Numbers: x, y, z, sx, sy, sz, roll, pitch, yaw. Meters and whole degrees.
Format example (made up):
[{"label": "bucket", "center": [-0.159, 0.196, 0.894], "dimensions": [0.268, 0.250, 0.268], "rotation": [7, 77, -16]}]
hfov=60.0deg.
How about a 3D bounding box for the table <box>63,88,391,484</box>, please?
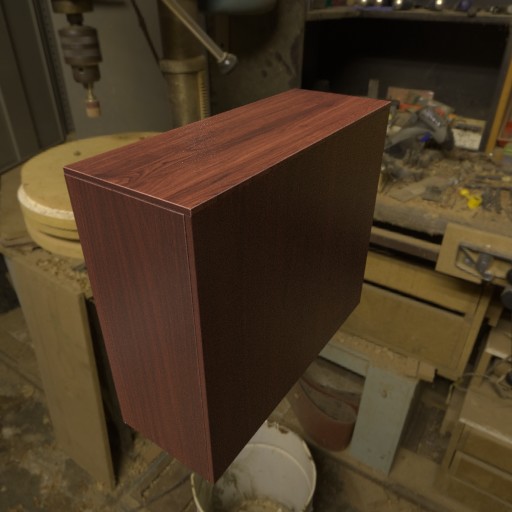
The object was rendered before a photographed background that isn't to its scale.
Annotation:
[{"label": "table", "center": [0.000, 0.000, 1.352], "dimensions": [0.380, 0.790, 0.930], "rotation": [20, 37, 29]}]
